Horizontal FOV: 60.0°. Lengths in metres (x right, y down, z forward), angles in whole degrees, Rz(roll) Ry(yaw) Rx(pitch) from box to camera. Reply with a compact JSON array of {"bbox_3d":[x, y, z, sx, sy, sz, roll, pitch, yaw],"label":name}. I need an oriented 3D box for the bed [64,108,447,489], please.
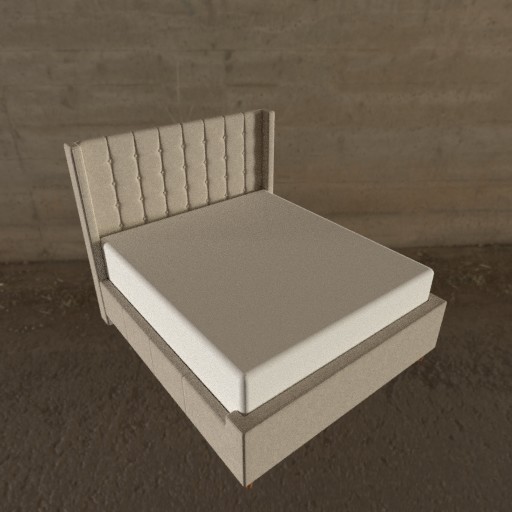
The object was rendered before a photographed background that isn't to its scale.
[{"bbox_3d":[0.000,0.000,3.681,2.045,1.743,2.370,-22,37,-32],"label":"bed"}]
